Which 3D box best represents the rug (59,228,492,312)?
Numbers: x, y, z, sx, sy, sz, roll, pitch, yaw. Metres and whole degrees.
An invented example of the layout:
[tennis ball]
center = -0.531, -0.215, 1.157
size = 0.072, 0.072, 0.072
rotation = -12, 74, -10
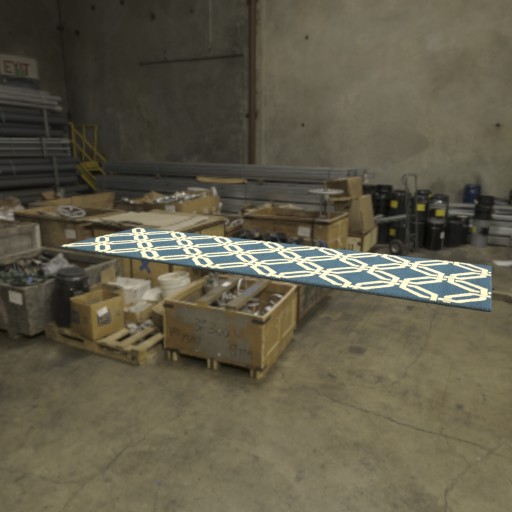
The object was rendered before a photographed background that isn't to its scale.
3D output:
[rug]
center = 0.000, 0.000, 2.407
size = 2.276, 0.014, 0.678
rotation = 7, 16, 26
